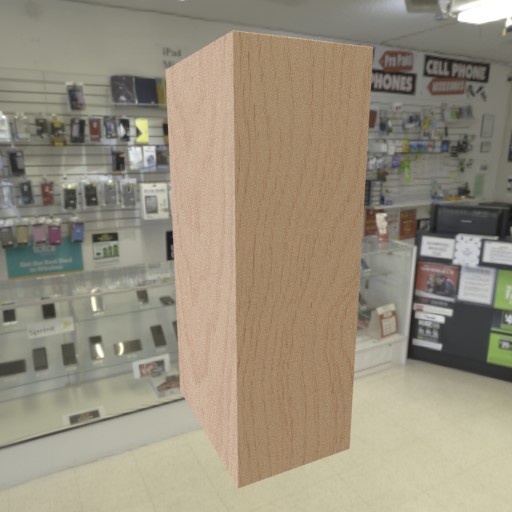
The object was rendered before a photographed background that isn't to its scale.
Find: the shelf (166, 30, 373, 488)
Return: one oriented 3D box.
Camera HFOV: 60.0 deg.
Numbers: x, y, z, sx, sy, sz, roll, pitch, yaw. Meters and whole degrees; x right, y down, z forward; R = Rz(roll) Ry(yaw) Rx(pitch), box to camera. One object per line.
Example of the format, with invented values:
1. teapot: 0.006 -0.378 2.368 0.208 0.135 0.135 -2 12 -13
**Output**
1. shelf: 0.000 0.000 0.731 0.200 0.600 0.290 -7 15 -25
